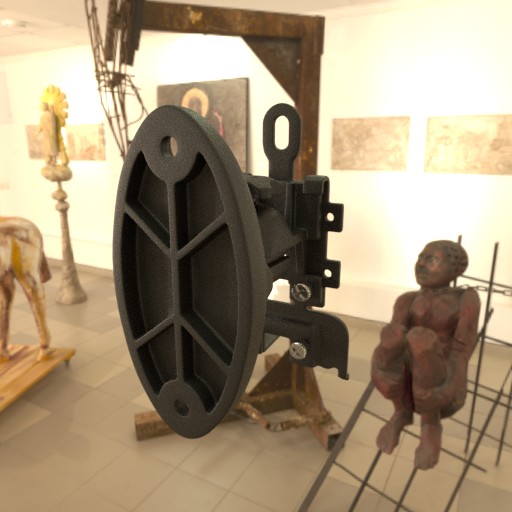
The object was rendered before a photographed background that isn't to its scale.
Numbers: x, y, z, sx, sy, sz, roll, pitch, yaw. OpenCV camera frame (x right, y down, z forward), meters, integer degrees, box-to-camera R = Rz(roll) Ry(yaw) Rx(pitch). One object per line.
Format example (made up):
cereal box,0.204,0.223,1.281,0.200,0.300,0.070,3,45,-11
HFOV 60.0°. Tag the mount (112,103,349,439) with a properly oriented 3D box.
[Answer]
mount,0.000,0.000,0.176,0.066,0.118,0.100,8,17,28
